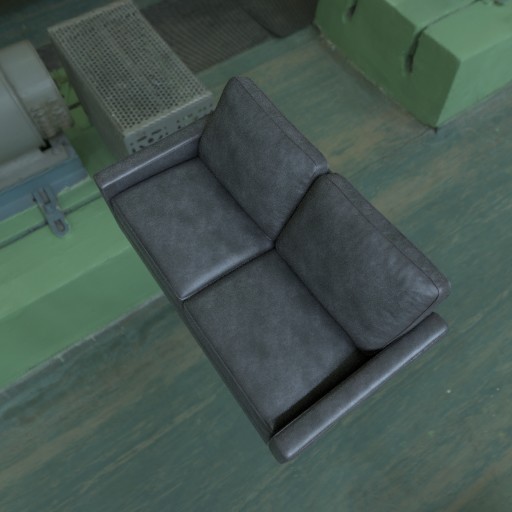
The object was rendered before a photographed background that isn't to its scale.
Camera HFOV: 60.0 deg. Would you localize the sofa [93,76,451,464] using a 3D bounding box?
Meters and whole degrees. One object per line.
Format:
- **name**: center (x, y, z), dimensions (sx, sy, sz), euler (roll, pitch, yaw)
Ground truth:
- **sofa**: center (0.000, 0.000, 2.270), dimensions (0.939, 0.916, 1.732), euler (-33, 68, -15)
